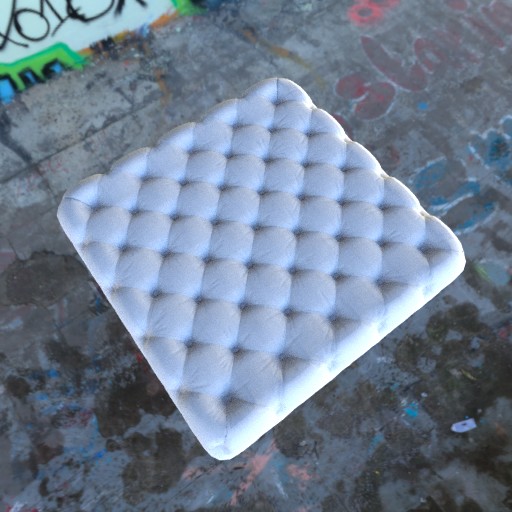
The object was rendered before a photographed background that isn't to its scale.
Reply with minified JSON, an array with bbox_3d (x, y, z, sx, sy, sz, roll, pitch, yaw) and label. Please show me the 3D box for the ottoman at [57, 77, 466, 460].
[{"bbox_3d":[0.000,0.000,1.211,0.753,0.376,0.755,-34,70,-15],"label":"ottoman"}]
